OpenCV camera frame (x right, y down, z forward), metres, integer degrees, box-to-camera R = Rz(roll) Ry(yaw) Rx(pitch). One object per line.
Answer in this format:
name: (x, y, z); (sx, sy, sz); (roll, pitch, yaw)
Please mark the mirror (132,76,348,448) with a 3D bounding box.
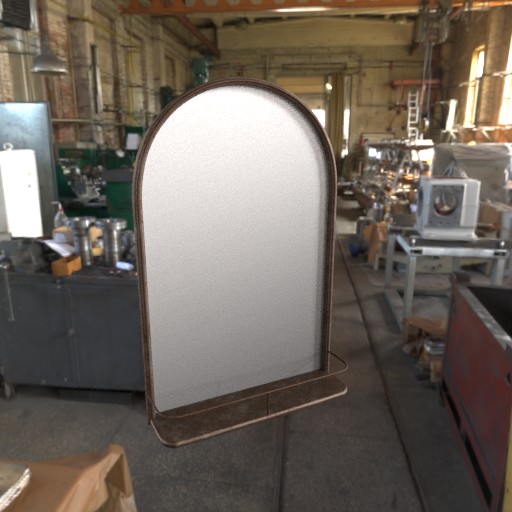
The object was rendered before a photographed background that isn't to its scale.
mirror: (0.000, 0.000, 1.002); (0.510, 0.770, 0.137); (-7, 16, -26)
